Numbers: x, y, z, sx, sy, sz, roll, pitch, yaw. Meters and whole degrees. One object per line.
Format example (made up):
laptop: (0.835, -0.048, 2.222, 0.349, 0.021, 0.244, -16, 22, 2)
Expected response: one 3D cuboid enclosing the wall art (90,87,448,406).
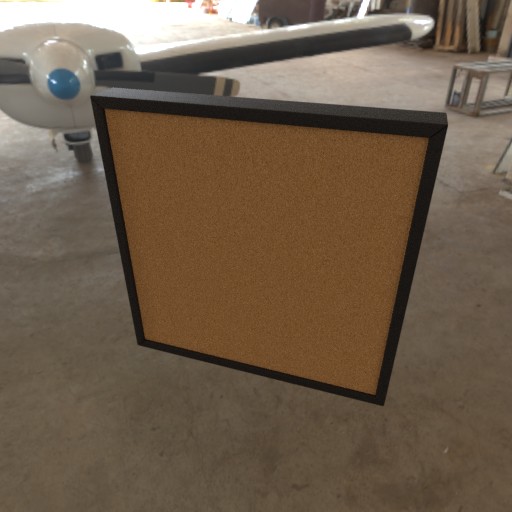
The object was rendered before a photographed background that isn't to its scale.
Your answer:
wall art: (0.000, 0.000, 0.456, 0.305, 0.305, 0.037, 10, 33, 15)
